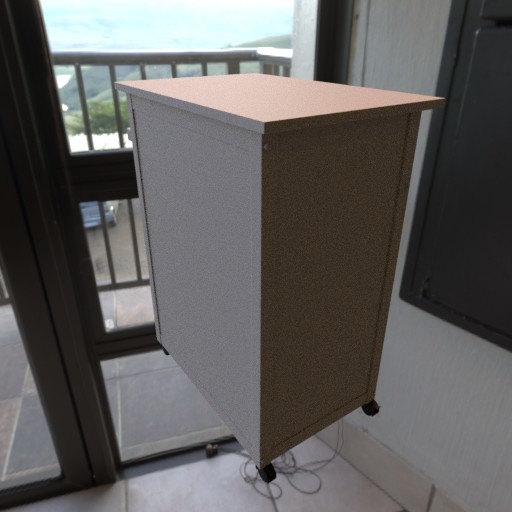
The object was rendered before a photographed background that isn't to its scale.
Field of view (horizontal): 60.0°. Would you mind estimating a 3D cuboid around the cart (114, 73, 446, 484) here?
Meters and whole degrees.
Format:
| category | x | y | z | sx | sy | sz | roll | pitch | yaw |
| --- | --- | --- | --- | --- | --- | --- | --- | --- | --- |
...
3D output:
| category | x | y | z | sx | sy | sz | roll | pitch | yaw |
| --- | --- | --- | --- | --- | --- | --- | --- | --- | --- |
| cart | 0.000 | 0.000 | 1.214 | 0.442 | 0.864 | 0.683 | -18 | 32 | -30 |
